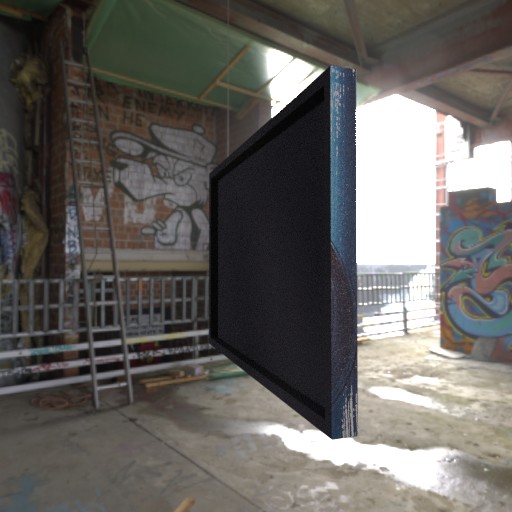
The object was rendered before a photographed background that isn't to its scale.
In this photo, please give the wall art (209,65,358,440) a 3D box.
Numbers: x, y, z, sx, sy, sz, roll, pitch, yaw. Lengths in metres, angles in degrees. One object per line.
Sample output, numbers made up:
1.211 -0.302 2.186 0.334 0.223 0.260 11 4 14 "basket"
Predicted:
0.000 0.000 0.773 0.033 0.406 0.609 0 -1 -18 "wall art"
